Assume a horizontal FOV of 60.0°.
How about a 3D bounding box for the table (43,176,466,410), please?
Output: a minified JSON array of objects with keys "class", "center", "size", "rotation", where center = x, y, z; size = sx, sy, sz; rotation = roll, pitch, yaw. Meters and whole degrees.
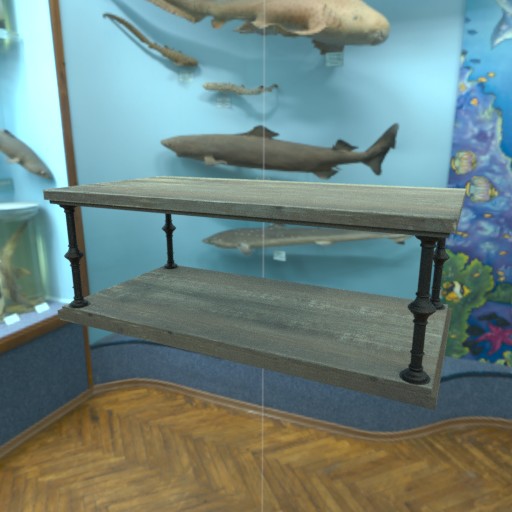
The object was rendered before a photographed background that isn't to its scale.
[{"class":"table","center":[0.000,0.000,1.330],"size":[1.088,0.399,0.554],"rotation":[7,16,25]}]
